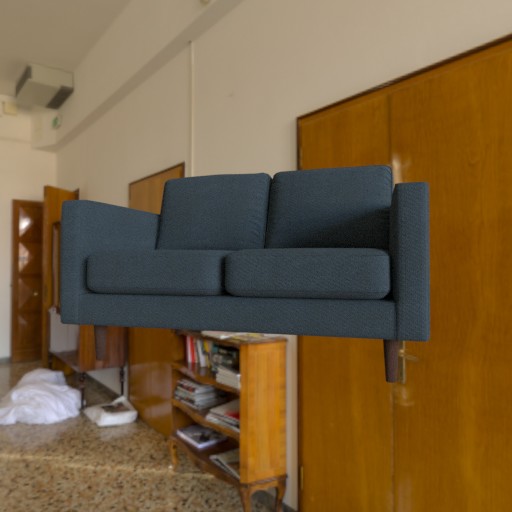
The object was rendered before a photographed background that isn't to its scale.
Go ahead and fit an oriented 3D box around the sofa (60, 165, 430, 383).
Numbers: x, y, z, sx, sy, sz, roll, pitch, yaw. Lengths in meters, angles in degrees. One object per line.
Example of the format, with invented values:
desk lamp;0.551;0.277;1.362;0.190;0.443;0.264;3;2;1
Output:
sofa;0.000;0.000;2.152;1.518;0.930;0.999;0;-1;18
